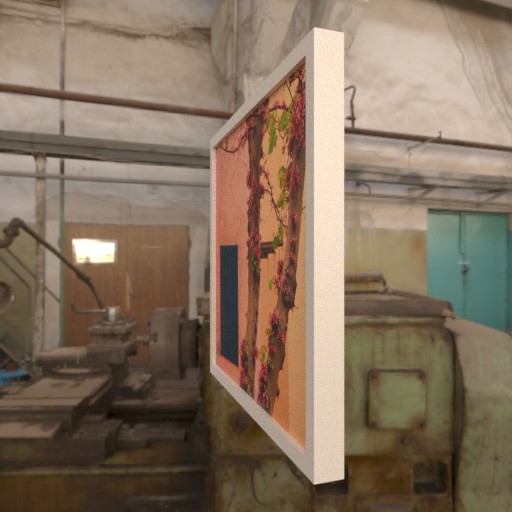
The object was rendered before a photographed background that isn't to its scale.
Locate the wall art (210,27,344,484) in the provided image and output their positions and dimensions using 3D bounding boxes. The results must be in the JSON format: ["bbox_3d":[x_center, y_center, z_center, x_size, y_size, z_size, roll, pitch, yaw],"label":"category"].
[{"bbox_3d":[0.000,0.000,0.738,0.038,0.508,0.507,0,0,-19],"label":"wall art"}]
